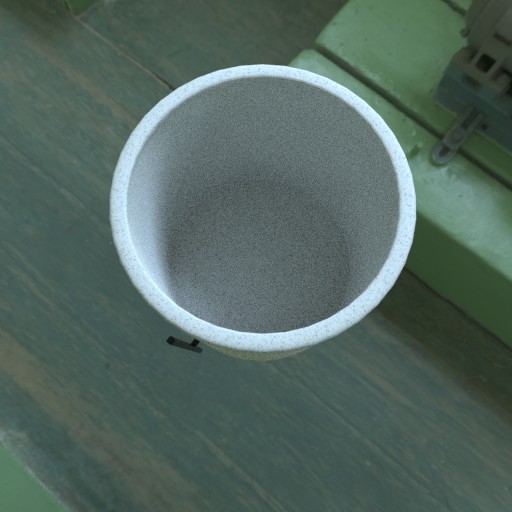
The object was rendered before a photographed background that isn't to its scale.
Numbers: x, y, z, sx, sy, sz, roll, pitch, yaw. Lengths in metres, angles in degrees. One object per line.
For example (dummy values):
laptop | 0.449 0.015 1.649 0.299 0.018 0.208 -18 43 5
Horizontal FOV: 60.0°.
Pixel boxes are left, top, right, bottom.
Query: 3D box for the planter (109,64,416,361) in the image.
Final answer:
planter | 0.000 0.000 0.646 0.313 0.423 0.335 38 79 9
